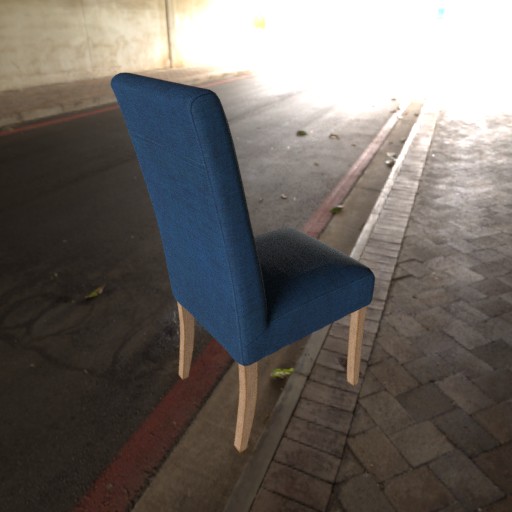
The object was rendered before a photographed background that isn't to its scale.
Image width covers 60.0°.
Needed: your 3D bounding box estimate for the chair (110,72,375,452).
[{"bbox_3d":[0.000,0.000,1.341,0.610,1.029,0.450,-18,32,-31],"label":"chair"}]
